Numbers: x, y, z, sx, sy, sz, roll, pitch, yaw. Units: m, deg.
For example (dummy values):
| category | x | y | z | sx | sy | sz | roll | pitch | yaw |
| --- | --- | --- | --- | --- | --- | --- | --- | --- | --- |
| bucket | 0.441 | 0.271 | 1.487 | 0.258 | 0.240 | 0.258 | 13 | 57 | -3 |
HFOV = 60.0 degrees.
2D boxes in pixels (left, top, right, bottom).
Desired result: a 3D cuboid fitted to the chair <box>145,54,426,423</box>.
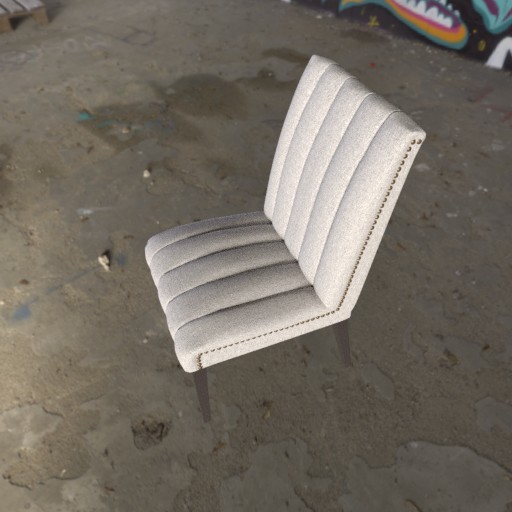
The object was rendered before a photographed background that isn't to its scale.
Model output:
| category | x | y | z | sx | sy | sz | roll | pitch | yaw |
| --- | --- | --- | --- | --- | --- | --- | --- | --- | --- |
| chair | 0.000 | 0.000 | 1.408 | 0.647 | 1.016 | 0.511 | -16 | 47 | -15 |
